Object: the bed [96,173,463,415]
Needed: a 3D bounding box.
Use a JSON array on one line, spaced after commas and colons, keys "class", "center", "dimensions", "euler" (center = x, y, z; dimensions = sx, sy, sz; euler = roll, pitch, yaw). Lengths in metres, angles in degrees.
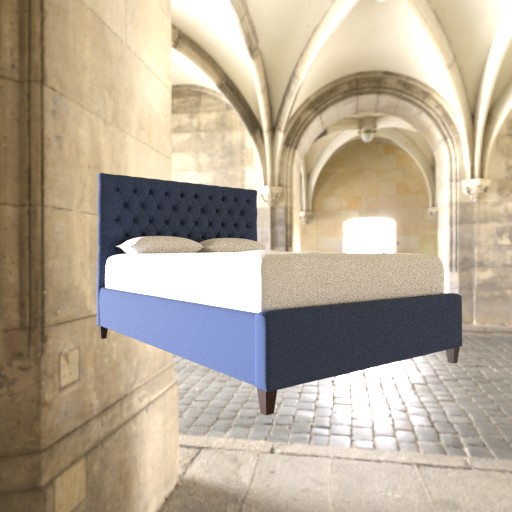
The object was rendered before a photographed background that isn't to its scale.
[{"class": "bed", "center": [0.000, 0.000, 3.405], "dimensions": [1.706, 1.427, 2.387], "euler": [0, 0, -37]}]
